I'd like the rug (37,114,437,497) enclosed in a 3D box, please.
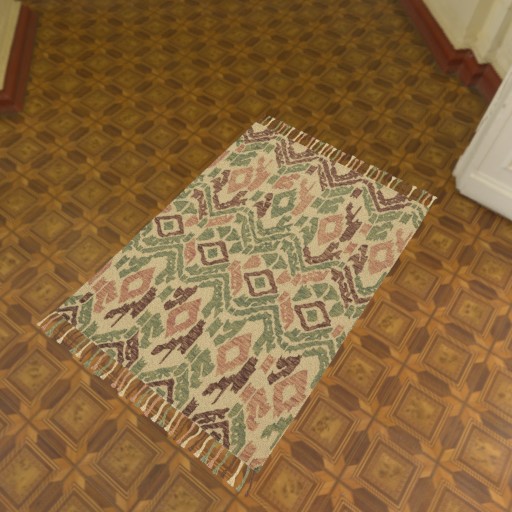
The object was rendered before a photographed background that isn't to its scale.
[{"bbox_3d":[0.000,0.000,2.271,1.219,0.010,1.829,31,63,18],"label":"rug"}]
